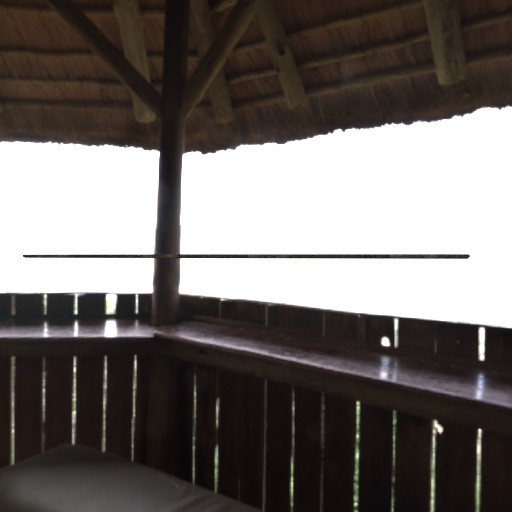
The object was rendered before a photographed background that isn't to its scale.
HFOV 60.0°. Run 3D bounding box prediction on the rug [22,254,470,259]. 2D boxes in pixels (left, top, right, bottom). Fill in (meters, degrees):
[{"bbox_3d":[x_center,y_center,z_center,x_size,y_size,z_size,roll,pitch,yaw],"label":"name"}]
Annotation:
[{"bbox_3d":[0.000,0.000,3.403,2.701,0.026,1.801,0,0,16],"label":"rug"}]
